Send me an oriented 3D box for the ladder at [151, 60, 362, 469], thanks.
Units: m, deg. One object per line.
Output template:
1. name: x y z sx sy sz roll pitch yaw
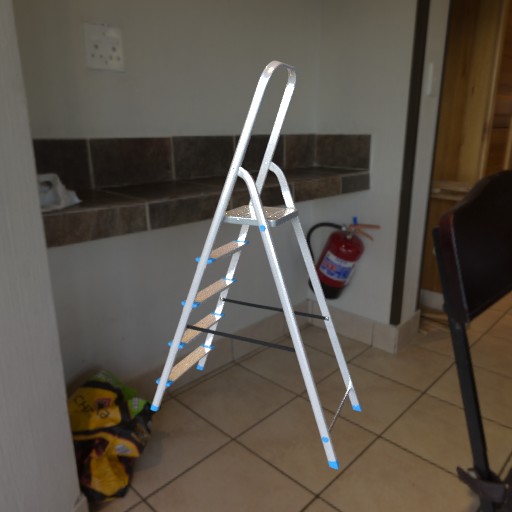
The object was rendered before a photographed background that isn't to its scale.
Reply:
1. ladder: 0.000 0.000 2.060 0.990 1.648 0.468 7 18 24
